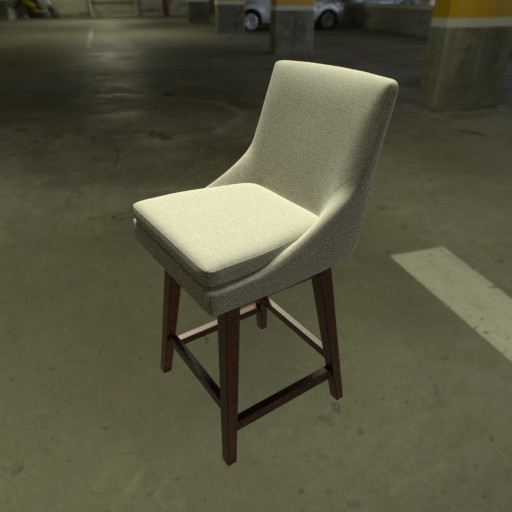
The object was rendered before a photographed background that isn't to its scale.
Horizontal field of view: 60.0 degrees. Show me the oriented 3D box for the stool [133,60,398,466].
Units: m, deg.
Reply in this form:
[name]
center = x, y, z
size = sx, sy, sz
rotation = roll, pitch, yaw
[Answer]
[stool]
center = 0.000, 0.000, 1.298
size = 0.559, 0.991, 0.469
rotation = -19, 36, -29
